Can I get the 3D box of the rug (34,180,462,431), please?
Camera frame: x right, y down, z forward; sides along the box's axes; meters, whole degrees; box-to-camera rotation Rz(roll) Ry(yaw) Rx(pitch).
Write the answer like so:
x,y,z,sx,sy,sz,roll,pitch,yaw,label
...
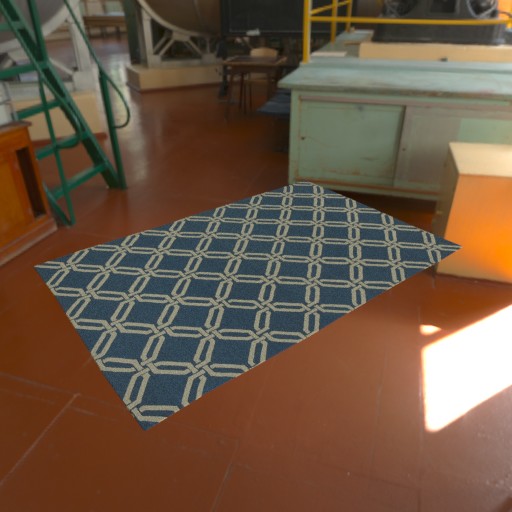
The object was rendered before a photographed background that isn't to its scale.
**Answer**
x,y,z,sx,sy,sz,roll,pitch,yaw,label
0.000,0.000,2.143,1.755,0.010,1.153,-22,38,-32,rug
